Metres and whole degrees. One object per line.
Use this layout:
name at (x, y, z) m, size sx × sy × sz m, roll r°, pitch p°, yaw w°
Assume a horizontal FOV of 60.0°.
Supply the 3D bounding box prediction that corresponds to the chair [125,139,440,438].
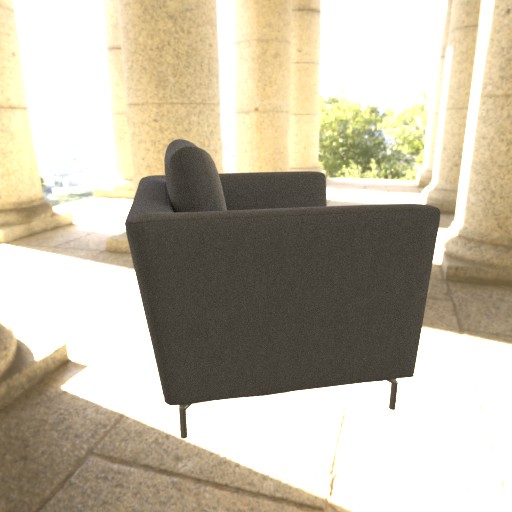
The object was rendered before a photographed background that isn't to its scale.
chair at (0.000, 0.000, 1.725) m, size 0.889 × 0.864 × 1.041 m, roll -3°, pitch 17°, yaw -11°
